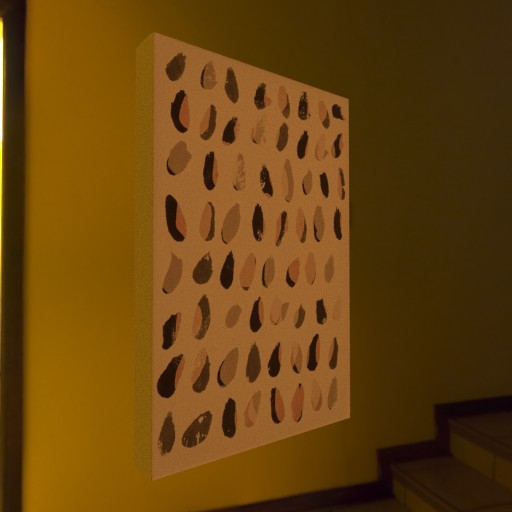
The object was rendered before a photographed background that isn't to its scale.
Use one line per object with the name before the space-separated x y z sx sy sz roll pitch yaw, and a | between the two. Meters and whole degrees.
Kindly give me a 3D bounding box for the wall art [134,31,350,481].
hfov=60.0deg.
wall art | 0.000 0.000 0.468 0.252 0.381 0.039 1 -2 -38
